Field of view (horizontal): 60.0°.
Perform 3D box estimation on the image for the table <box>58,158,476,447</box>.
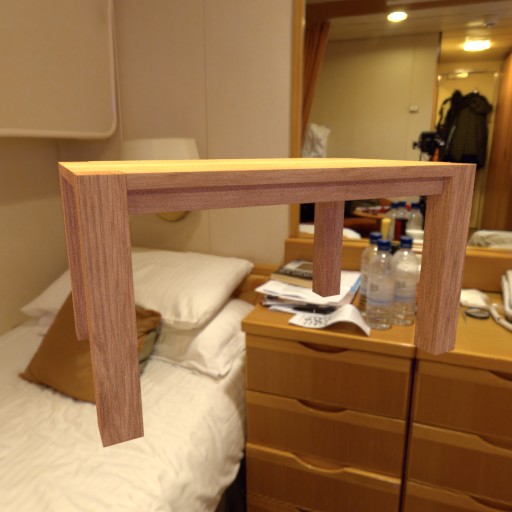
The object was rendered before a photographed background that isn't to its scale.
[{"bbox_3d":[0.000,0.000,1.845,1.400,0.760,0.900,-7,16,-25],"label":"table"}]
